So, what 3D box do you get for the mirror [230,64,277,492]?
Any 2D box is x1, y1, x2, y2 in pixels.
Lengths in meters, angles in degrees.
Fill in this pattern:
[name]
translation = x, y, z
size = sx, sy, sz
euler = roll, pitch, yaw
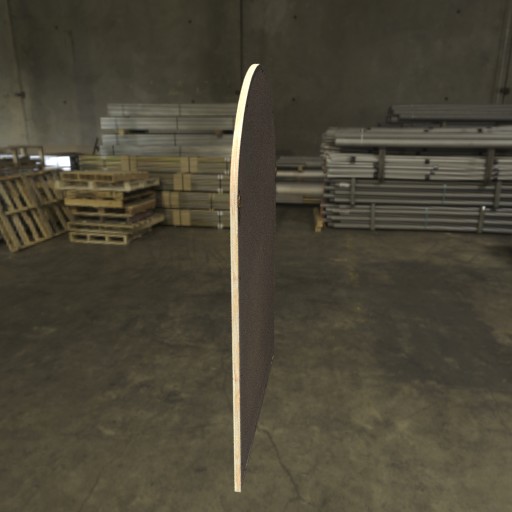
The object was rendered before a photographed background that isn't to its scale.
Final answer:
[mirror]
translation = 0.000, 0.000, 1.147
size = 0.032, 0.915, 0.609
euler = 3, 16, 9
